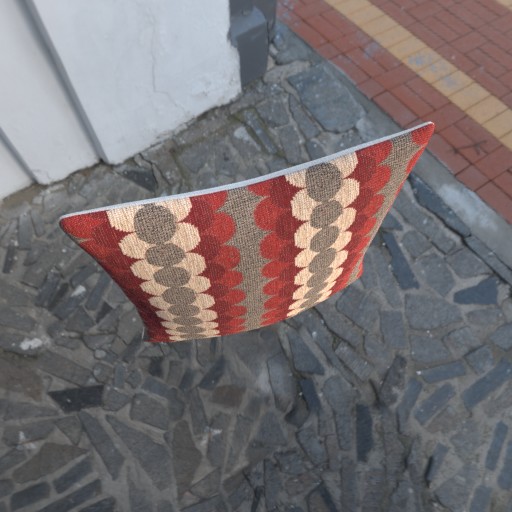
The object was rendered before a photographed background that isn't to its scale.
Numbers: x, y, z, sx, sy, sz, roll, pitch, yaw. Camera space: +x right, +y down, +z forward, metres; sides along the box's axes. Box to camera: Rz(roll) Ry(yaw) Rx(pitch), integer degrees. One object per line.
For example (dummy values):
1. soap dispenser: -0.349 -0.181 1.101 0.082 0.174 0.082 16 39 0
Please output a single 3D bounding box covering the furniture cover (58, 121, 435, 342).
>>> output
1. furniture cover: 0.000 0.000 0.657 0.435 0.420 0.145 -16 64 -8
